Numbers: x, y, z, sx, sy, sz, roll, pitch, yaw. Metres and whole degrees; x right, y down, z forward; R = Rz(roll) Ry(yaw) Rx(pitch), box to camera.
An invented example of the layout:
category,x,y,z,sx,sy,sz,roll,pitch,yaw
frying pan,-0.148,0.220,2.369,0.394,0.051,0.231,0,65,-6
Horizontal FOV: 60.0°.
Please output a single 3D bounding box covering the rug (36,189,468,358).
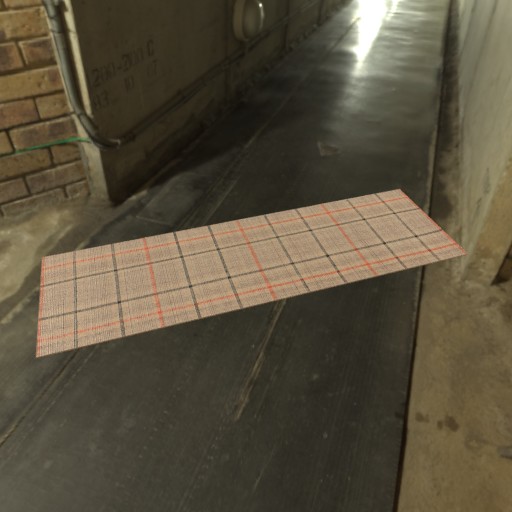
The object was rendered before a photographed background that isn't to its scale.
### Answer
category,x,y,z,sx,sy,sz,roll,pitch,yaw
rug,0.000,0.000,2.660,2.439,0.008,0.762,-12,42,-14
